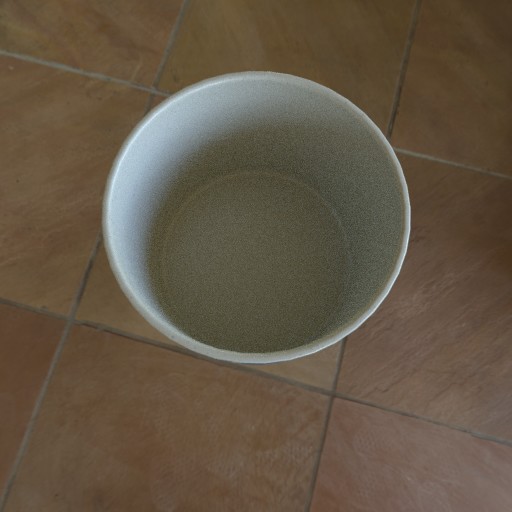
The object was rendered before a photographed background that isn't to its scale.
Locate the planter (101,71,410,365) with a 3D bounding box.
[{"bbox_3d":[0.000,0.000,0.403,0.192,0.263,0.192,0,76,0],"label":"planter"}]
